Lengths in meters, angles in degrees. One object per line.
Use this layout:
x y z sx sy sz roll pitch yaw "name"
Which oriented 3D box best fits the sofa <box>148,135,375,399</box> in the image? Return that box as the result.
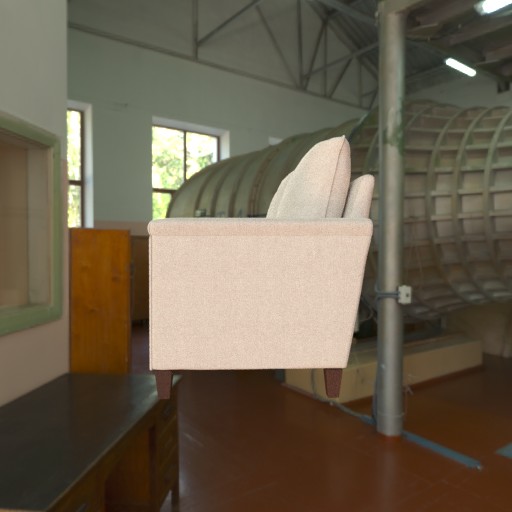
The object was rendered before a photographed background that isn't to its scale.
0.000 0.000 2.468 0.828 0.961 1.925 0 1 -2 "sofa"
